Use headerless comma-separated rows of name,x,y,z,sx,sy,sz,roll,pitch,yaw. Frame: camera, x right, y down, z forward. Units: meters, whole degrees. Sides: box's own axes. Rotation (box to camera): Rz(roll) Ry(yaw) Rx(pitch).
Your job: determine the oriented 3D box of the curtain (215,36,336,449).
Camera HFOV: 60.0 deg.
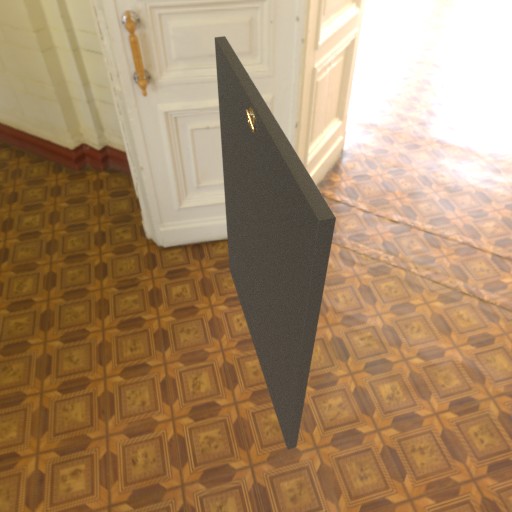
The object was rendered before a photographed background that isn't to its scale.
curtain,0.000,0.000,0.800,0.027,0.585,0.483,-11,47,-11
